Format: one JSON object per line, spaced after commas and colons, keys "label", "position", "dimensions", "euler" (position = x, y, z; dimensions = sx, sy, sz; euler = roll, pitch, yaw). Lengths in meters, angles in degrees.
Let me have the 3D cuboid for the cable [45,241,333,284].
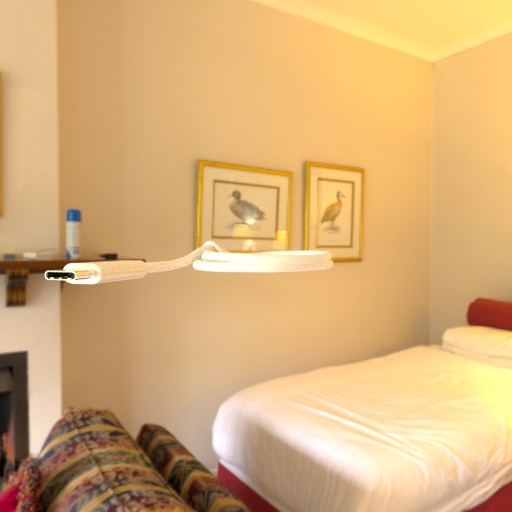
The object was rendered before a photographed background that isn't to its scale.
{"label": "cable", "position": [0.000, 0.000, 0.206], "dimensions": [0.070, 0.014, 0.186], "euler": [1, 2, 19]}
